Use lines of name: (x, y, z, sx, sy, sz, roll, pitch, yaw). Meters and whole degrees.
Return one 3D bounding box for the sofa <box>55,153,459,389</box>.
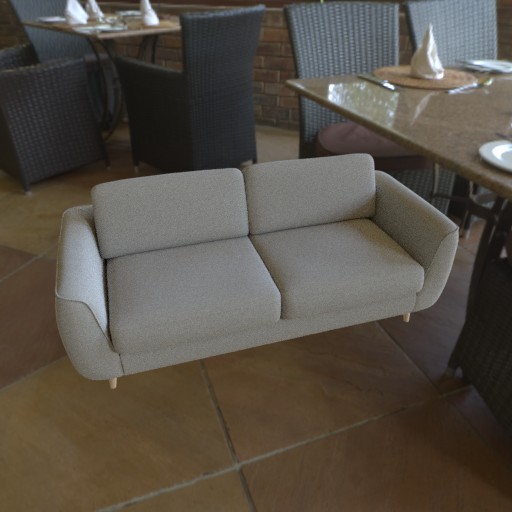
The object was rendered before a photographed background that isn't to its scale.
sofa: (0.000, 0.000, 2.457, 2.000, 0.850, 0.920, -10, 34, -14)
